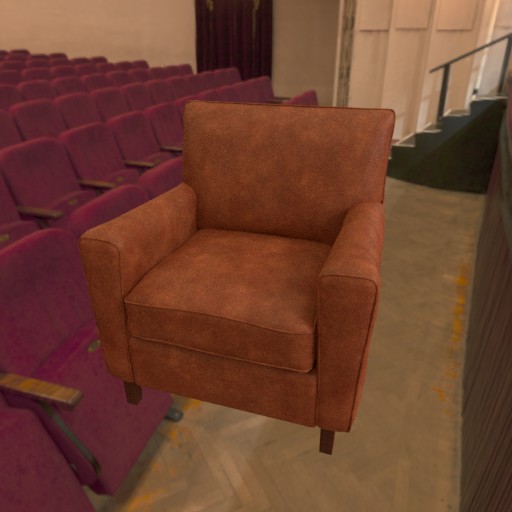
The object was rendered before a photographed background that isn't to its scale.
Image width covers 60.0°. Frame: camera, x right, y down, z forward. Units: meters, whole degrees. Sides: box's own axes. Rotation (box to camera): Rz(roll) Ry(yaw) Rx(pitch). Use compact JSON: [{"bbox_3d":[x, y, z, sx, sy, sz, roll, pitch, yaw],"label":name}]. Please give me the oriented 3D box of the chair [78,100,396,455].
[{"bbox_3d":[0.000,0.000,1.572,0.870,0.943,0.823,8,27,16],"label":"chair"}]
